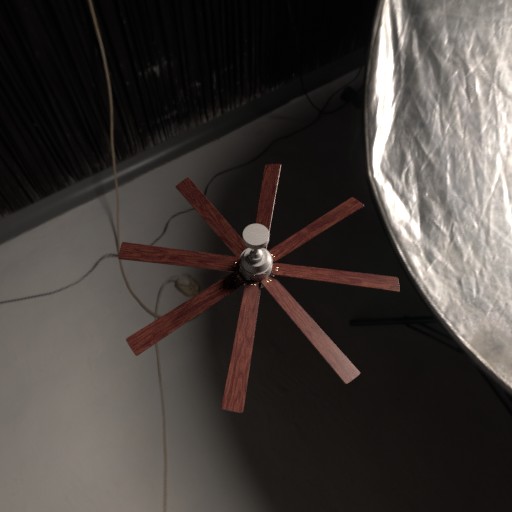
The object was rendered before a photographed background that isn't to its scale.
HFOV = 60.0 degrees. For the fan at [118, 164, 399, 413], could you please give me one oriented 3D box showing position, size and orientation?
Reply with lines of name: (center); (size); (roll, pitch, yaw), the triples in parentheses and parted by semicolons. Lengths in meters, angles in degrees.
fan: (0.000, 0.000, 2.765); (1.830, 0.472, 1.830); (-32, 63, -19)
